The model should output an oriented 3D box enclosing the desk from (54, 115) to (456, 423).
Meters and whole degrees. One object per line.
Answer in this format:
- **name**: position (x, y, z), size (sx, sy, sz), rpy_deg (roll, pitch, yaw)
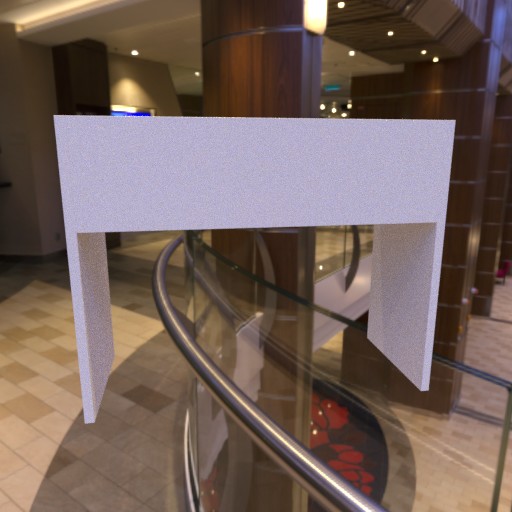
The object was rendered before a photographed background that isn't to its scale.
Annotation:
- **desk**: position (0.000, 0.000, 1.371), size (1.000, 0.790, 0.400), rpy_deg (-2, 14, -9)
